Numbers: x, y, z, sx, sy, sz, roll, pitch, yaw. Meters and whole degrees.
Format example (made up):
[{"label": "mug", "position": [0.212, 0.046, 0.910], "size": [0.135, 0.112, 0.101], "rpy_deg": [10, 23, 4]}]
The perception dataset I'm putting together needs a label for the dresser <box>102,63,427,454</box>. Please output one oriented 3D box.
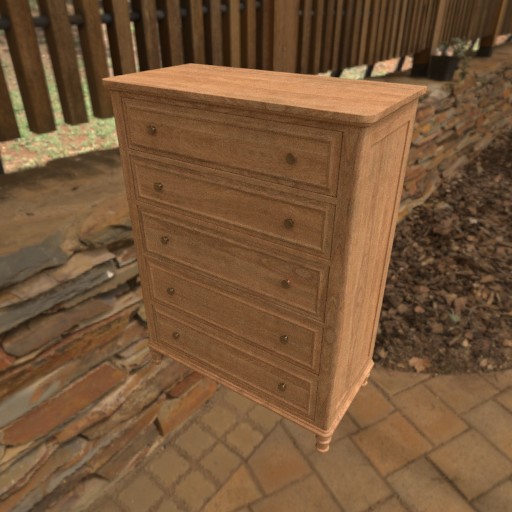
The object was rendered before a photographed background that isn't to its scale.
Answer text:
[{"label": "dresser", "position": [0.000, 0.000, 1.786], "size": [0.973, 1.318, 0.484], "rpy_deg": [18, 35, 28]}]
